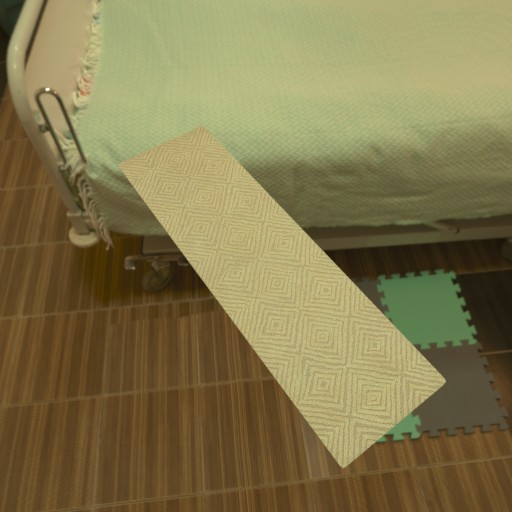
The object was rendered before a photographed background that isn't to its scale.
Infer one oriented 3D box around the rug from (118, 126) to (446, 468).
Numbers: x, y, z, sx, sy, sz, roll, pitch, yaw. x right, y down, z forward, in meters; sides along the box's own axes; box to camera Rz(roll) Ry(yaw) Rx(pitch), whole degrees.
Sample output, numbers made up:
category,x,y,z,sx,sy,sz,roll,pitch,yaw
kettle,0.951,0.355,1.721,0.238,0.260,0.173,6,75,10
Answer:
category,x,y,z,sx,sy,sz,roll,pitch,yaw
rug,0.000,0.000,2.568,0.676,0.008,2.277,-30,62,-19
